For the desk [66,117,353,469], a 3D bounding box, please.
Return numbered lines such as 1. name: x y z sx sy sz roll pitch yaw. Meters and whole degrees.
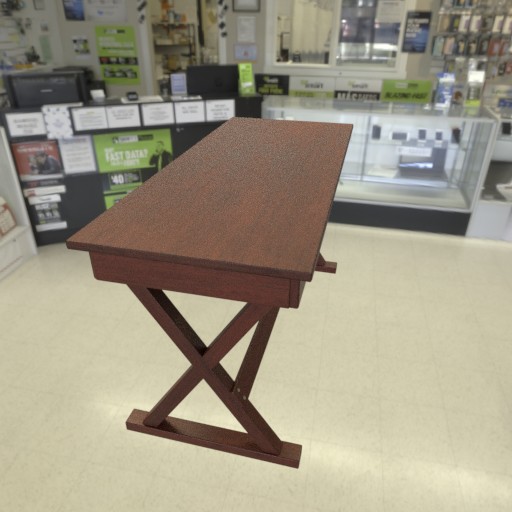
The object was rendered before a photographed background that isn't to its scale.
1. desk: 0.000 0.000 1.768 0.600 0.761 1.372 7 31 12
